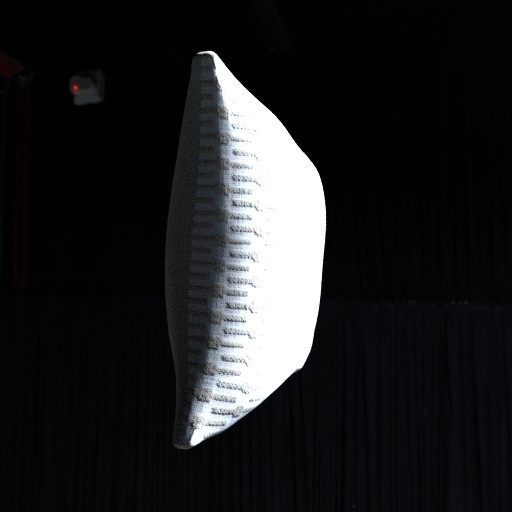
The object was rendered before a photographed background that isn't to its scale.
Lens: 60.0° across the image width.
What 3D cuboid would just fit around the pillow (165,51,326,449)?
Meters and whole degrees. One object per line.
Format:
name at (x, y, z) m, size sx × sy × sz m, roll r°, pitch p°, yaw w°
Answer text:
pillow at (0.000, 0.000, 0.774) m, size 0.219 × 0.491 × 0.496 m, roll -1°, pitch -3°, yaw 18°
